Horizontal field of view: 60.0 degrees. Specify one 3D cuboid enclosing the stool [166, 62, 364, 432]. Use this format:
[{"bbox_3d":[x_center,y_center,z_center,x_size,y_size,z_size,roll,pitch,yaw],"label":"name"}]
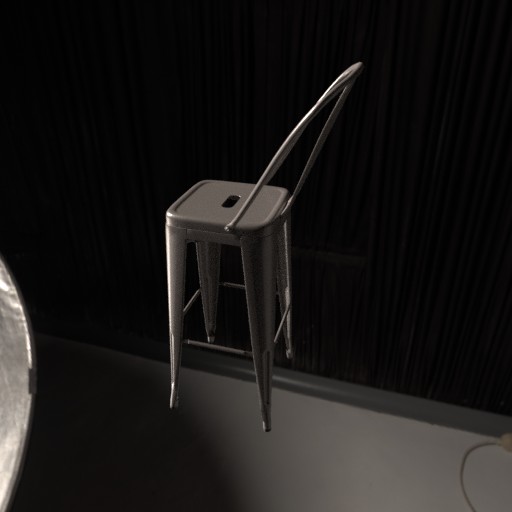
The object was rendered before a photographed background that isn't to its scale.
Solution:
[{"bbox_3d":[0.000,0.000,1.352,0.513,1.096,0.399,8,31,14],"label":"stool"}]
